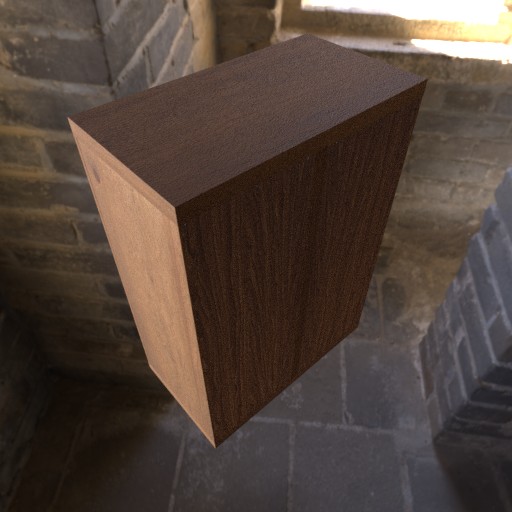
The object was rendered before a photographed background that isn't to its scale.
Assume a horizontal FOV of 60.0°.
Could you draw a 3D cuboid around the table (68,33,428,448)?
[{"bbox_3d":[0.000,0.000,1.706,0.901,1.294,0.524,-32,54,-28],"label":"table"}]
